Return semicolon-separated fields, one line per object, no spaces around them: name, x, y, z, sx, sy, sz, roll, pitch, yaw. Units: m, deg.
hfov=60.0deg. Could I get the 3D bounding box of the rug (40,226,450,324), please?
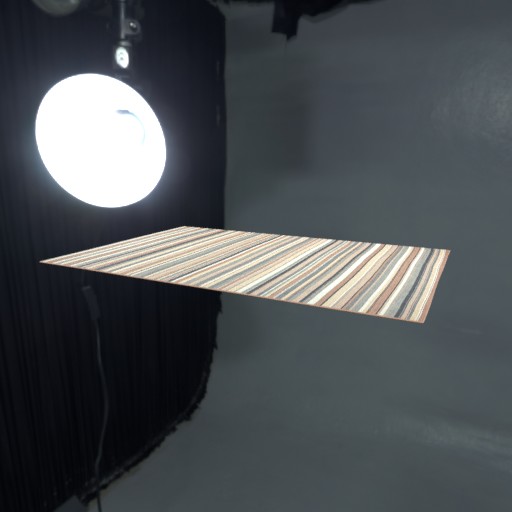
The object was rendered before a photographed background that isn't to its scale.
rug;0.000;0.000;2.361;1.829;0.008;1.219;7;15;26
